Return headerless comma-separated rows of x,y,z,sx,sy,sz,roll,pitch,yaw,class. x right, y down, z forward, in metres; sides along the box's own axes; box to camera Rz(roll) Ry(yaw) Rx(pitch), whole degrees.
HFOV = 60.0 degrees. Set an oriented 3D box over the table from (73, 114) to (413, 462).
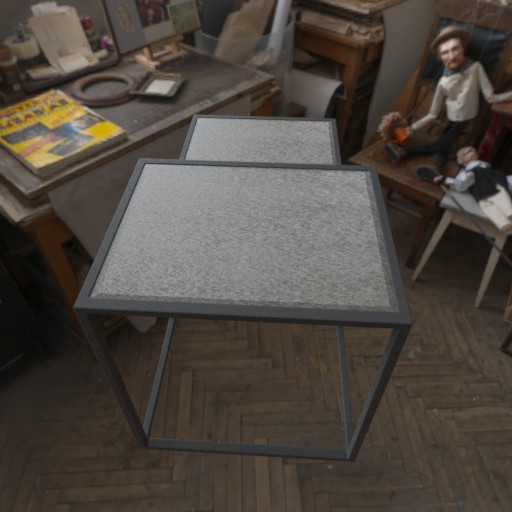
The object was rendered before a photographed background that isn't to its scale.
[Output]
0.000,0.000,1.129,0.508,0.540,0.788,2,45,2,table
